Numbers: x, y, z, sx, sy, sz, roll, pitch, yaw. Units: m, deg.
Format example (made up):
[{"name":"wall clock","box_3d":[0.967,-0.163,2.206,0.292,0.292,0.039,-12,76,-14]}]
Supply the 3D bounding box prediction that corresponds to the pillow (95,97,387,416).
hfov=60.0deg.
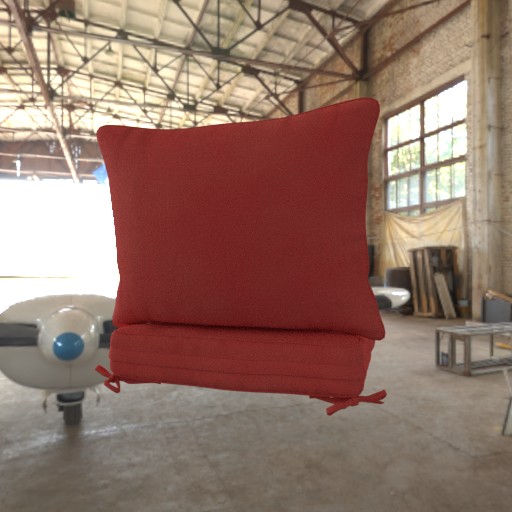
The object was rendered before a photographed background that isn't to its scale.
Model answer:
[{"name":"pillow","box_3d":[0.000,0.000,1.391,0.798,0.725,0.733,0,-1,18]}]
